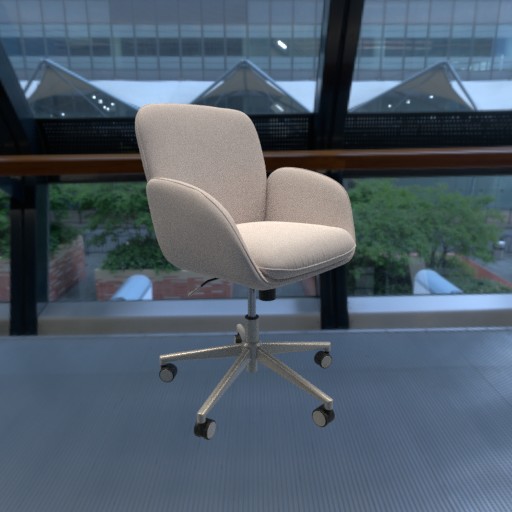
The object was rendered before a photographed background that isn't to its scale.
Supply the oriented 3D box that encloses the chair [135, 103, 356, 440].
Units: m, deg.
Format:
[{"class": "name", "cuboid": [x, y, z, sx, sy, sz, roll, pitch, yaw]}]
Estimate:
[{"class": "chair", "cuboid": [0.000, 0.000, 1.433, 0.633, 0.959, 0.648, 14, 20, 42]}]
